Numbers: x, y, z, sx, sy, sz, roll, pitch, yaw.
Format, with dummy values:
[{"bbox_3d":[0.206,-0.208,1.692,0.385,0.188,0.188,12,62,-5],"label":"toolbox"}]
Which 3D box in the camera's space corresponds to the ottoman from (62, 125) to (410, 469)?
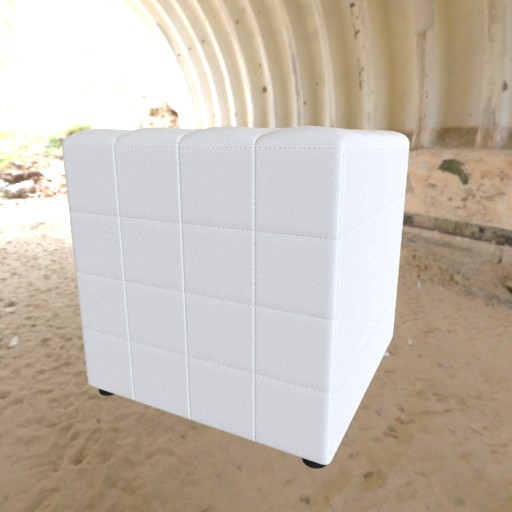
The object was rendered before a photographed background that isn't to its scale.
[{"bbox_3d":[0.000,0.000,0.782,0.425,0.432,0.425,8,17,26],"label":"ottoman"}]
